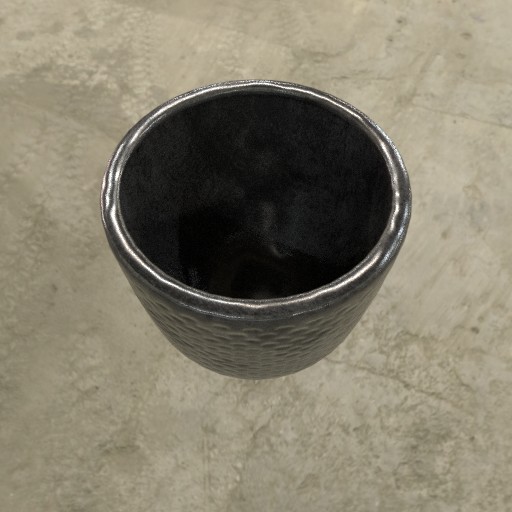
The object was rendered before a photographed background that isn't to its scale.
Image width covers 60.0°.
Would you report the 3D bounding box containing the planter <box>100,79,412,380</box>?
[{"bbox_3d":[0.000,0.000,0.359,0.197,0.191,0.197,0,58,0],"label":"planter"}]
